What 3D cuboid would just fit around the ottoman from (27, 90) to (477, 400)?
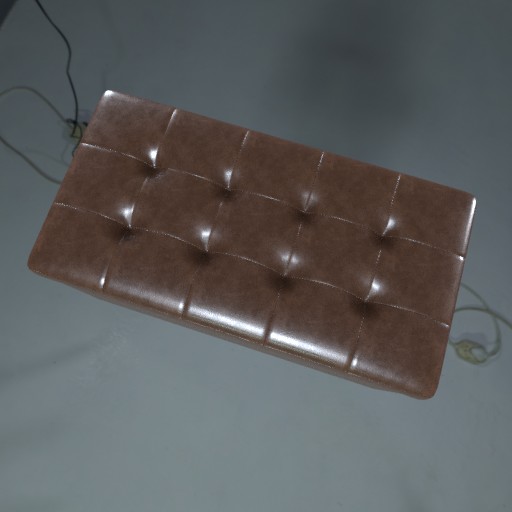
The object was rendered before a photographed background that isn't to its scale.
[{"bbox_3d":[0.000,0.000,1.095,0.838,0.470,0.432,17,77,4],"label":"ottoman"}]
